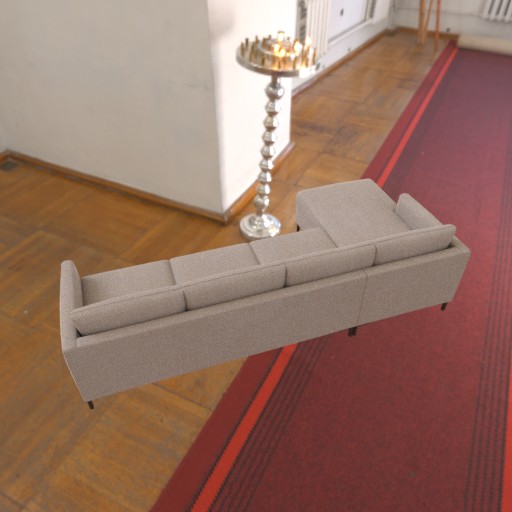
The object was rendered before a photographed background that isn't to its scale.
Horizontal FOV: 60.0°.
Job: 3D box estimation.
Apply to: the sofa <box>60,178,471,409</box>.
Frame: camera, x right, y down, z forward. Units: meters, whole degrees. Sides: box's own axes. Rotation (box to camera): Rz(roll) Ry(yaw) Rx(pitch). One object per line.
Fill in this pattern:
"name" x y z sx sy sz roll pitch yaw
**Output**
"sofa" 0.000 0.000 3.576 2.923 0.816 1.469 -12 42 -14
